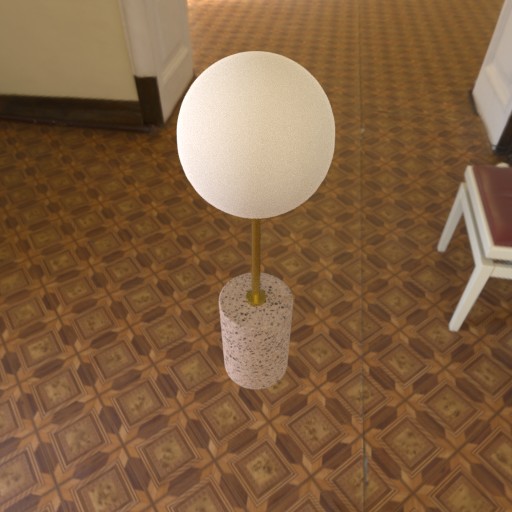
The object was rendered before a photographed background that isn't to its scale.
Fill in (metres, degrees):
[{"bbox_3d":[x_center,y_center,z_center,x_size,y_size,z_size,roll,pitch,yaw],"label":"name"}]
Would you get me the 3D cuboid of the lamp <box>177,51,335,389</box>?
[{"bbox_3d":[0.000,0.000,0.549,0.153,0.480,0.153,0,45,0],"label":"lamp"}]
